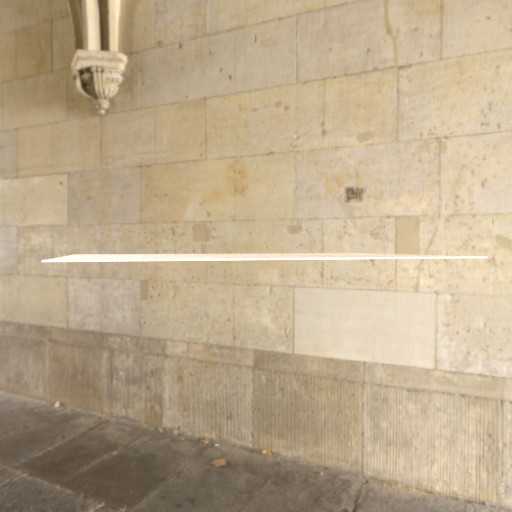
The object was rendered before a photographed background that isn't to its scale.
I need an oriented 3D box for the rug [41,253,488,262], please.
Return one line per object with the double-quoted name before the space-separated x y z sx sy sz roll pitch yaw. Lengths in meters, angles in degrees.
"rug" 0.000 0.000 3.019 2.440 0.008 1.524 0 1 -18
